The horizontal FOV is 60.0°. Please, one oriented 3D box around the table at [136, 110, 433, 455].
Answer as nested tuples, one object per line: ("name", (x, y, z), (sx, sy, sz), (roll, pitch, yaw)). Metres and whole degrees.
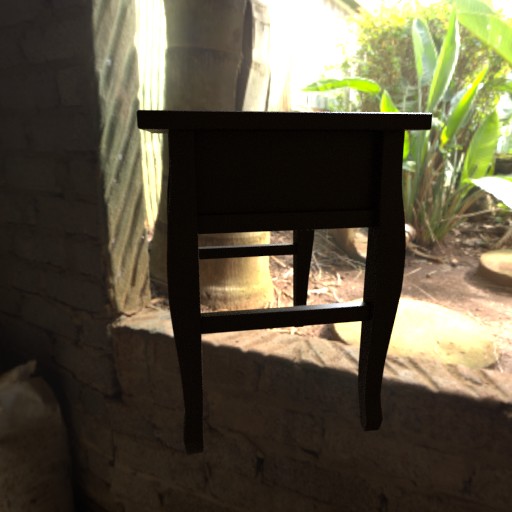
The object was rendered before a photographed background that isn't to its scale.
("table", (0.000, 0.000, 1.028), (0.460, 0.605, 0.602), (-3, 15, -11))
